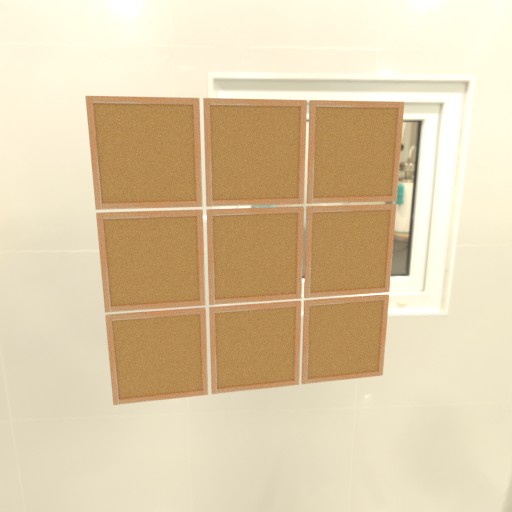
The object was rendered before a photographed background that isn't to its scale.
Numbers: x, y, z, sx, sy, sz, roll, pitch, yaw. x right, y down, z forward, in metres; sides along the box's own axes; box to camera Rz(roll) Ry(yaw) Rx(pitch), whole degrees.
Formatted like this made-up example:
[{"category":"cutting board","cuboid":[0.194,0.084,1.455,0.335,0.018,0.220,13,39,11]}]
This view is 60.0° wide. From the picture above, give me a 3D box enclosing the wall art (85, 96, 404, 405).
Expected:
[{"category":"wall art","cuboid":[0.000,0.000,1.820,1.216,1.220,0.013,-3,15,-11]}]
